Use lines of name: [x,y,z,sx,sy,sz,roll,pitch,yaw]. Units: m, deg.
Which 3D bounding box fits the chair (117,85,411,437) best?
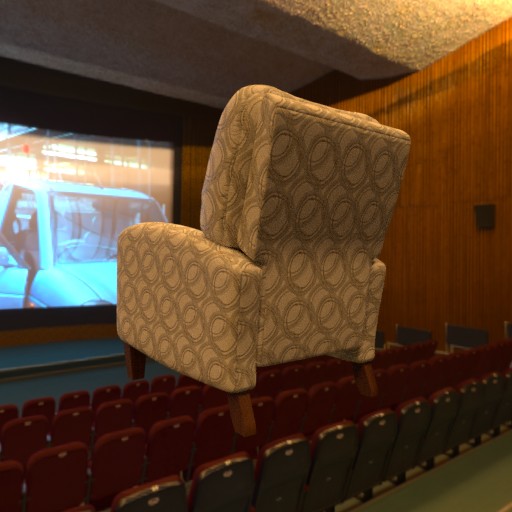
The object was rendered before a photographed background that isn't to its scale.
chair: [0.000,0.000,1.781,0.796,1.065,0.995,-1,1,-38]
